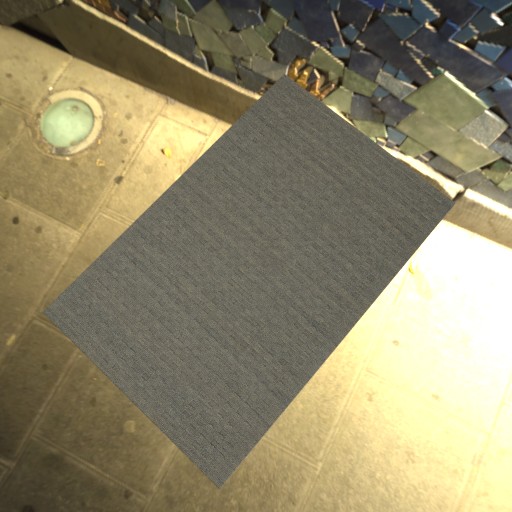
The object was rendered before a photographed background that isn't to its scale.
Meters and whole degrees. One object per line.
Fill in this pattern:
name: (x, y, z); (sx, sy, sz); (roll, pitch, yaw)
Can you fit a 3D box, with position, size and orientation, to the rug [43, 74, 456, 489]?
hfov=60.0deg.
rug: (0.000, 0.000, 2.167); (1.142, 0.006, 1.752); (41, 79, 10)
